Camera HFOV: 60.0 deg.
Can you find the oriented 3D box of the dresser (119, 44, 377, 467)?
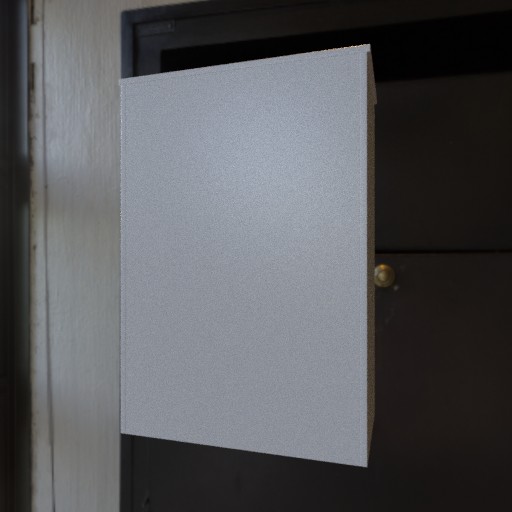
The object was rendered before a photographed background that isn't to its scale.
[{"bbox_3d":[0.000,0.000,1.364,0.704,1.021,0.401,0,0,18],"label":"dresser"}]
